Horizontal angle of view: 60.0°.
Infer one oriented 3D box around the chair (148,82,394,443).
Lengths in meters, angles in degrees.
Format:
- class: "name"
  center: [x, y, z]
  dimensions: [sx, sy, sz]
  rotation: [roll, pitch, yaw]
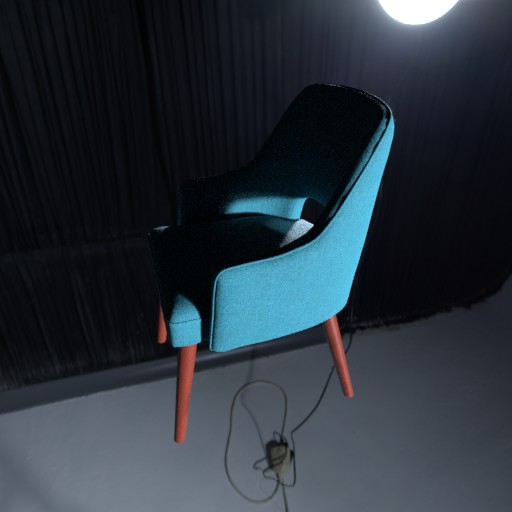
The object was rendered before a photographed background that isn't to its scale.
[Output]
- class: "chair"
  center: [0.000, 0.000, 1.252]
  dimensions: [0.605, 0.849, 0.548]
  rotation: [-9, 33, -14]
